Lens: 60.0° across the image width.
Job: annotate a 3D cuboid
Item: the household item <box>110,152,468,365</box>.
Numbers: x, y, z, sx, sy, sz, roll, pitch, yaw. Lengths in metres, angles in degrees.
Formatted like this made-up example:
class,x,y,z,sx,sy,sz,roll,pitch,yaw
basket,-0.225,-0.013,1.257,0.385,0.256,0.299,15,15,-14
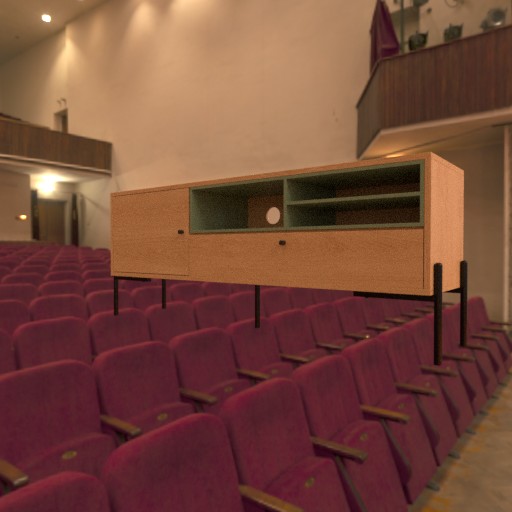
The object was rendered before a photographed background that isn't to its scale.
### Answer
class,x,y,z,sx,sy,sz,roll,pitch,yaw
household item,0.000,0.000,1.839,1.550,0.600,0.400,1,1,38
